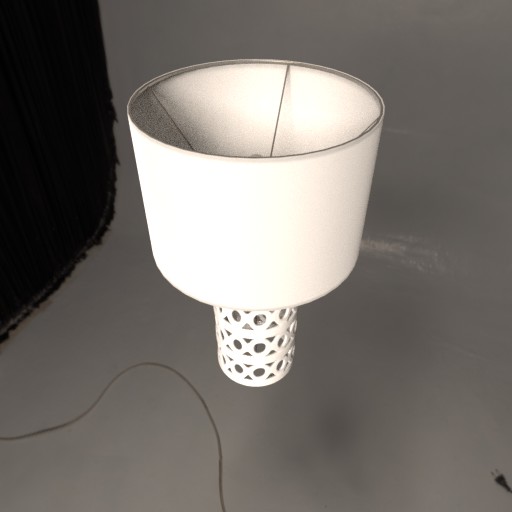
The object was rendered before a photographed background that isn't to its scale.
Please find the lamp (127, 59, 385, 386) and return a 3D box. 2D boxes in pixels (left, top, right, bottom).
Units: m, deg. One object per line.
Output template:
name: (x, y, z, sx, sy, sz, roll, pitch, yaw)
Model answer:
lamp: (0.000, 0.000, 0.700, 0.310, 0.502, 0.310, 0, 40, 0)
